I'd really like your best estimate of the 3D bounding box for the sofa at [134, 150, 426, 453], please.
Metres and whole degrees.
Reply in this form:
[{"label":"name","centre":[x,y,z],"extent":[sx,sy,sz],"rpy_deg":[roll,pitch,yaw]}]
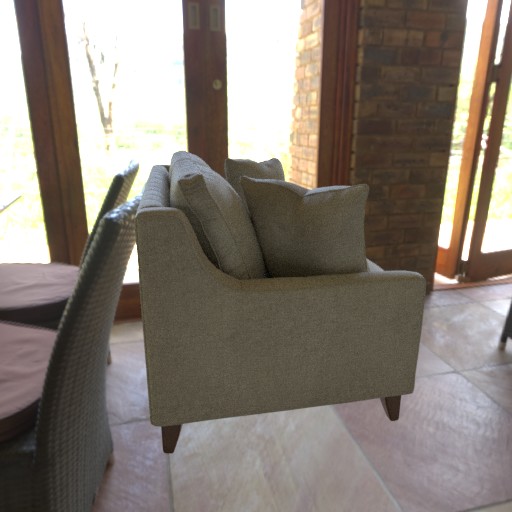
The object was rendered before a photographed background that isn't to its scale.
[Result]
[{"label":"sofa","centre":[0.000,0.000,1.976],"extent":[0.915,0.863,1.422],"rpy_deg":[-3,17,-11]}]
